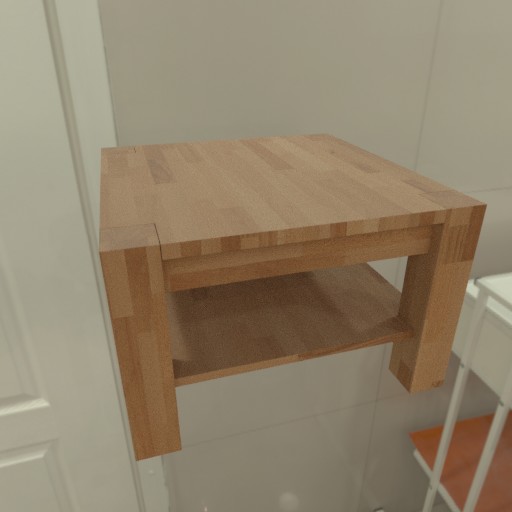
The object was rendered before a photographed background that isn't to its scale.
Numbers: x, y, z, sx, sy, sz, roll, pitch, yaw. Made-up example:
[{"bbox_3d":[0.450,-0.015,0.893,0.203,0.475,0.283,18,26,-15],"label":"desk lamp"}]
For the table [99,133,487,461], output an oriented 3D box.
[{"bbox_3d":[0.000,0.000,1.145,0.700,0.451,0.700,-8,28,-15],"label":"table"}]
